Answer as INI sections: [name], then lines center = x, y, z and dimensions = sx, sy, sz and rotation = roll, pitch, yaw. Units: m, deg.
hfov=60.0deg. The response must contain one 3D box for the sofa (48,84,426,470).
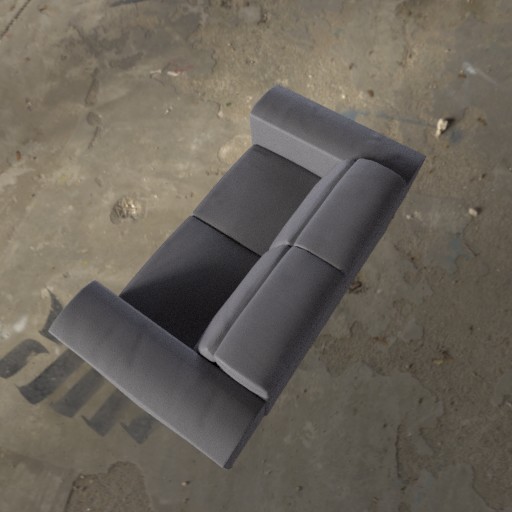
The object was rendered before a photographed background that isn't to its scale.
[sofa]
center = 0.000, 0.000, 2.401
dimensions = 1.003, 0.779, 1.895
rotation = 32, 67, 15
